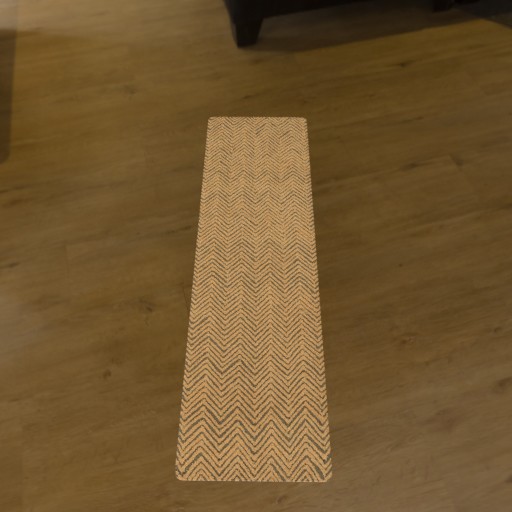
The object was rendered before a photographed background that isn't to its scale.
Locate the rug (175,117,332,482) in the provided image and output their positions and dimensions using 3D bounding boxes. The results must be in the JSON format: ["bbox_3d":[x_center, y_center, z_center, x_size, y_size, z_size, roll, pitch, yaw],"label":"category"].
[{"bbox_3d":[0.000,0.000,2.518,0.686,0.008,2.286,0,58,0],"label":"rug"}]
